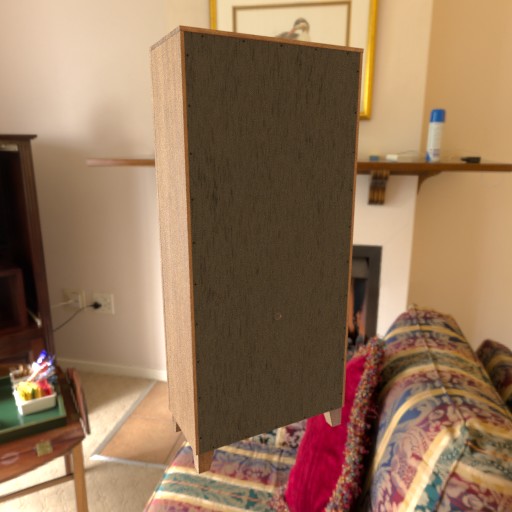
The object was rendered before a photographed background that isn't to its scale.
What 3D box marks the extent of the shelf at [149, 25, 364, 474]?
[{"bbox_3d":[0.000,0.000,2.235,0.864,1.930,0.453,-7,16,-27],"label":"shelf"}]
